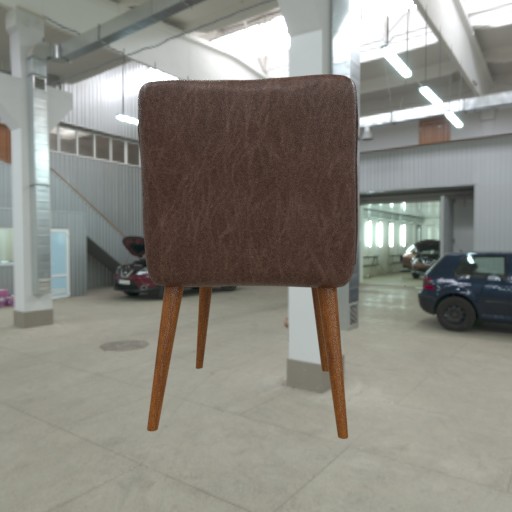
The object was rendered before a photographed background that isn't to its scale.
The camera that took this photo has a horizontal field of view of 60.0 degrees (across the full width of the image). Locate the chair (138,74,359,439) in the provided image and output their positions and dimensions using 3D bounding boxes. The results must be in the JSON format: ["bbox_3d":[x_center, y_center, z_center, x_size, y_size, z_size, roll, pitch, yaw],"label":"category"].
[{"bbox_3d":[0.000,0.000,1.263,0.543,0.803,0.645,0,2,1],"label":"chair"}]
